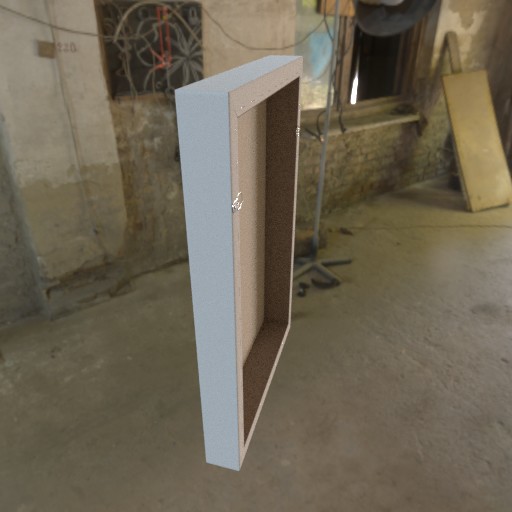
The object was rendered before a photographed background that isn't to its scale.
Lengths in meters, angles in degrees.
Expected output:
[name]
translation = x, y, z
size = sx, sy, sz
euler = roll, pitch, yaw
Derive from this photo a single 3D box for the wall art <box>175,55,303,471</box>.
[wall art]
translation = 0.000, 0.000, 0.486
size = 0.039, 0.381, 0.252
euler = 8, 30, 14
